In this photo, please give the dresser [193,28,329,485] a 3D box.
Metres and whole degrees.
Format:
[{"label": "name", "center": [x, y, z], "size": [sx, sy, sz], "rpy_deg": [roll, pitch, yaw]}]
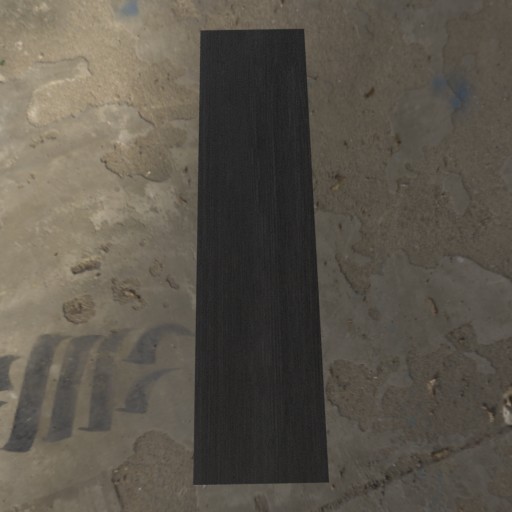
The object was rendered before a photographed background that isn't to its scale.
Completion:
[{"label": "dresser", "center": [0.000, 0.000, 1.885], "size": [0.400, 0.795, 1.590], "rpy_deg": [-1, 75, 0]}]
